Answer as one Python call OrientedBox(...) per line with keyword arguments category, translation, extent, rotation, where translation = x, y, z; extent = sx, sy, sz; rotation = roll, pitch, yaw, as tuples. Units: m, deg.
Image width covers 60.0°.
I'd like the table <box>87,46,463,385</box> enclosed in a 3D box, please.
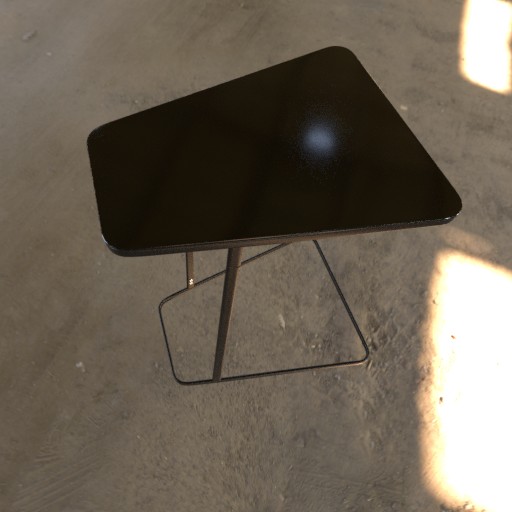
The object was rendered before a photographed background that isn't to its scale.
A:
OrientedBox(category="table", translation=(0.000, 0.000, 0.952), extent=(0.500, 0.624, 0.427), rotation=(-15, 59, -10))
